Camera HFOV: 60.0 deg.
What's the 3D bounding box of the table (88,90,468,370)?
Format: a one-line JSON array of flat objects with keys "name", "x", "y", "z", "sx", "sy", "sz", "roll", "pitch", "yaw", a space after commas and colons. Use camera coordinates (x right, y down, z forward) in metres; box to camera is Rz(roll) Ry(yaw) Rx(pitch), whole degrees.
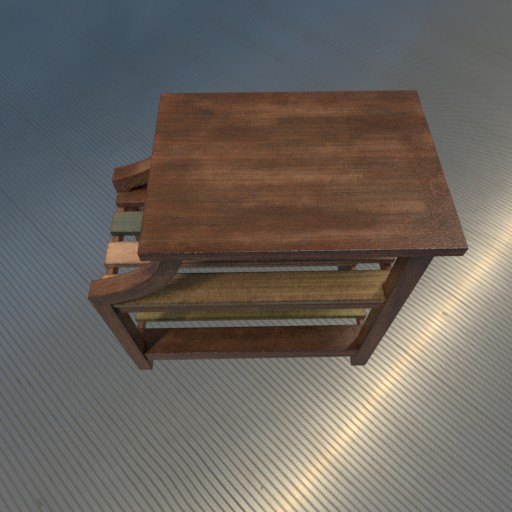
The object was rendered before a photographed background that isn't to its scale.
[{"name": "table", "x": 0.000, "y": 0.000, "z": 0.979, "sx": 0.609, "sy": 0.584, "sz": 0.356, "roll": -1, "pitch": 58, "yaw": -1}]
